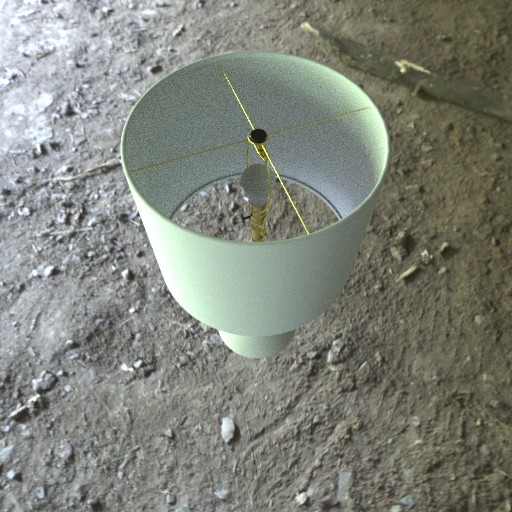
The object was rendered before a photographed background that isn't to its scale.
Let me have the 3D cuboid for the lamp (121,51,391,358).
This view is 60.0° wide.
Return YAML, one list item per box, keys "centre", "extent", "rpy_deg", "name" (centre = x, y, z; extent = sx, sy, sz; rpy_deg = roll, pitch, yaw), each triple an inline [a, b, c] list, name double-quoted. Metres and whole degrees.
- centre: [0.000, 0.000, 0.725]
  extent: [0.301, 0.533, 0.301]
  rpy_deg: [-18, 60, -10]
  name: "lamp"
